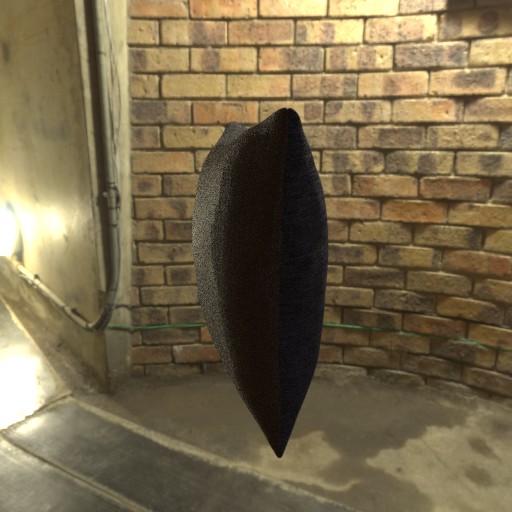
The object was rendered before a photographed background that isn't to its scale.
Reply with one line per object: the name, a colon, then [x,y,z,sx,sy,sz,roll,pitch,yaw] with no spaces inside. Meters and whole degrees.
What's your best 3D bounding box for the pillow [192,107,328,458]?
pillow: [0.000,0.000,0.727,0.204,0.439,0.452,-3,16,-10]
